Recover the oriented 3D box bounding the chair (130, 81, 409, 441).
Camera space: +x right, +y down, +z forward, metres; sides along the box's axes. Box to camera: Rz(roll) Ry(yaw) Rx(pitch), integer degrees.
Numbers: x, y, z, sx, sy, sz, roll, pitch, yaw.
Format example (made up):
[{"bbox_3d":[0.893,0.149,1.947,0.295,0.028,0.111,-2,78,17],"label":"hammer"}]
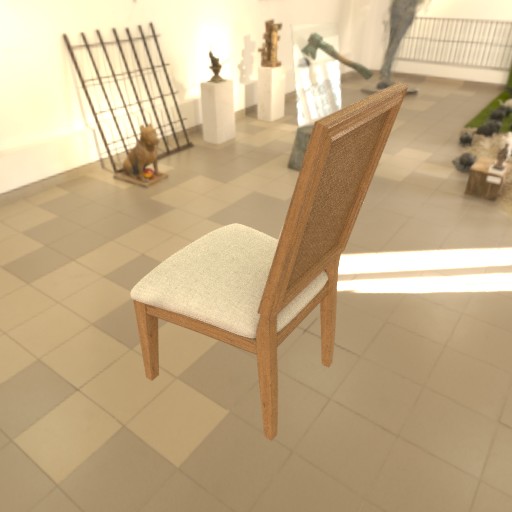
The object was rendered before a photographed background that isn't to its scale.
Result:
[{"bbox_3d":[0.000,0.000,1.326,0.601,0.988,0.536,21,38,29],"label":"chair"}]
